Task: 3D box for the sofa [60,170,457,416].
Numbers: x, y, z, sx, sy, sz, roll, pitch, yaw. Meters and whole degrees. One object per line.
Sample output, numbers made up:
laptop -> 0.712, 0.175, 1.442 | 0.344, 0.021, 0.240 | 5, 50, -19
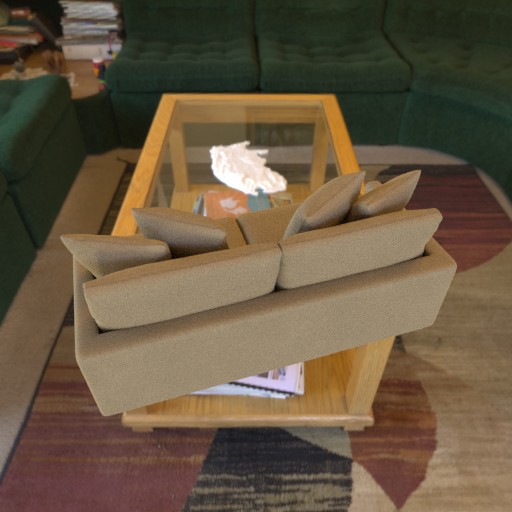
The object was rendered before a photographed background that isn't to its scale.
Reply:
sofa -> 0.000, 0.000, 3.077 | 2.380, 1.084, 1.228 | -12, 44, -13
